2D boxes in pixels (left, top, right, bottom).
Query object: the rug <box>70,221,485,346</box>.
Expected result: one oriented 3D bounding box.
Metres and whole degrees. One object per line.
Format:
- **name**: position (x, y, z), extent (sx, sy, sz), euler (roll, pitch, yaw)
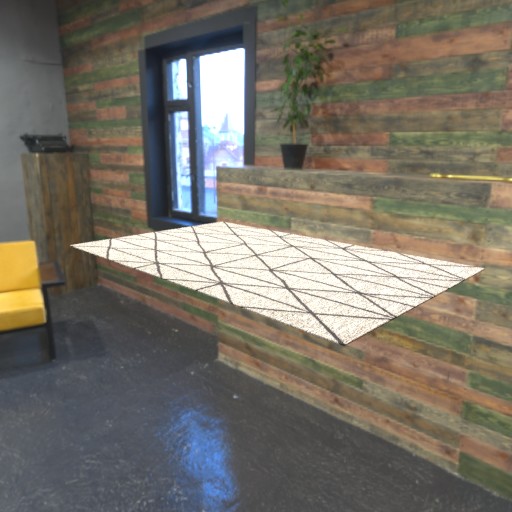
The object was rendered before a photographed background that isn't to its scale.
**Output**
- **rug**: position (0.000, 0.000, 3.045), extent (2.465, 0.008, 1.526), euler (13, 19, 43)
